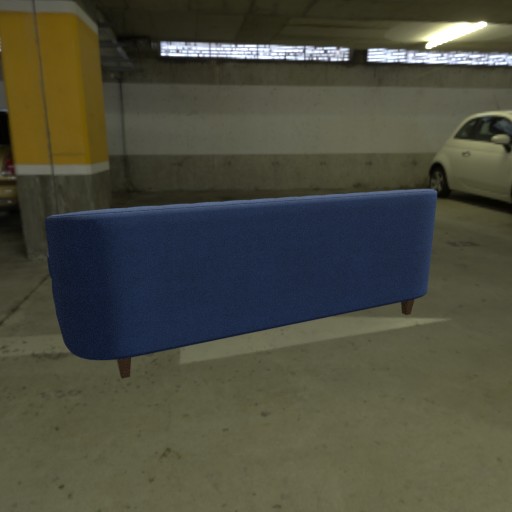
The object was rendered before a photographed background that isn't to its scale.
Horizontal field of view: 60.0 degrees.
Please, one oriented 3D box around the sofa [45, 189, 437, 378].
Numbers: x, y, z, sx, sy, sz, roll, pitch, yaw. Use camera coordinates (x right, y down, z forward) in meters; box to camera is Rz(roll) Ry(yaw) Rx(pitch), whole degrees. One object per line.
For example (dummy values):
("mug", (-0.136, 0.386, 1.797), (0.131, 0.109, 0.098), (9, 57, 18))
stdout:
("sofa", (0.000, 0.000, 2.638), (2.235, 0.787, 0.914), (-7, 16, -25))
